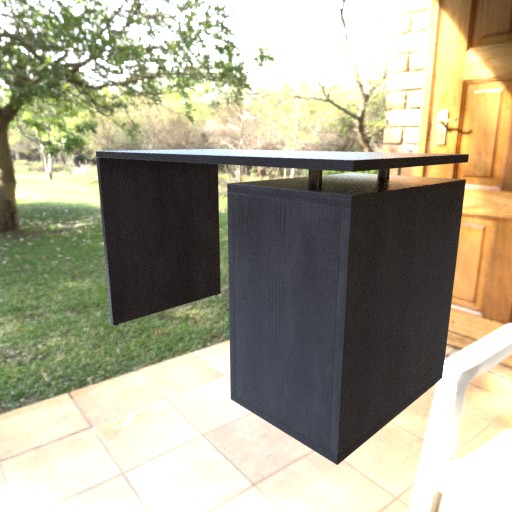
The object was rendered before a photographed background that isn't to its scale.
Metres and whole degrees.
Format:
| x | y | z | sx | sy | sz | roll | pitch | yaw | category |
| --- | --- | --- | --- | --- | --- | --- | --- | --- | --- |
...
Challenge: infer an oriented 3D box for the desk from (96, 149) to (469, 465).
| x | y | z | sx | sy | sz | roll | pitch | yaw | category |
| --- | --- | --- | --- | --- | --- | --- | --- | --- | --- |
| 0.000 | 0.000 | 1.624 | 0.600 | 0.740 | 1.200 | -14 | 20 | -42 | desk |
